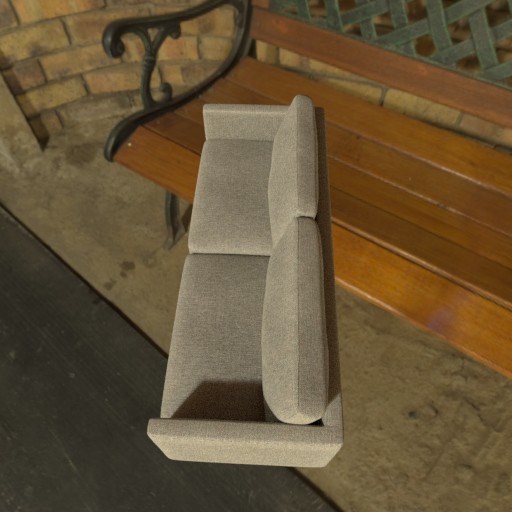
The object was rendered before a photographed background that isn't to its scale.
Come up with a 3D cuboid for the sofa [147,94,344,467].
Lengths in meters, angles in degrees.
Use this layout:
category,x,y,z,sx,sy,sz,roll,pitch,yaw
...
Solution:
category,x,y,z,sx,sy,sz,roll,pitch,yaw
sofa,0.000,0.000,2.927,0.948,0.951,2.434,2,57,1
